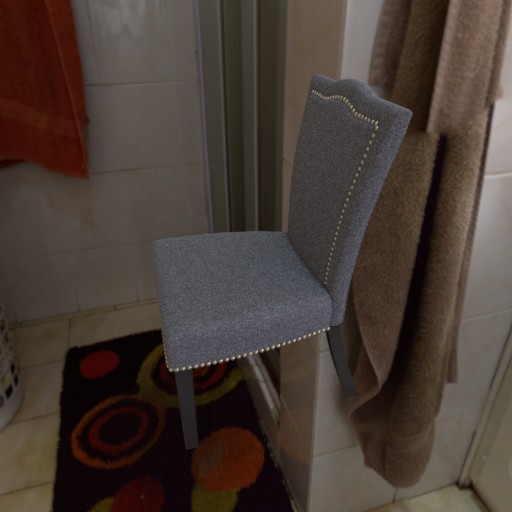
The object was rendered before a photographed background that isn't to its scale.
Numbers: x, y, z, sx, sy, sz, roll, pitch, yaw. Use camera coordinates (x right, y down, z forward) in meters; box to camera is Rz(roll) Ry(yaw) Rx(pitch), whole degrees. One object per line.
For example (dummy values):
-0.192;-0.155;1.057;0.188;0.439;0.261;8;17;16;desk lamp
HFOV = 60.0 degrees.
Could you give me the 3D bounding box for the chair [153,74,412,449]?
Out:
0.000;0.000;1.291;0.589;0.946;0.518;-8;31;-13;chair
